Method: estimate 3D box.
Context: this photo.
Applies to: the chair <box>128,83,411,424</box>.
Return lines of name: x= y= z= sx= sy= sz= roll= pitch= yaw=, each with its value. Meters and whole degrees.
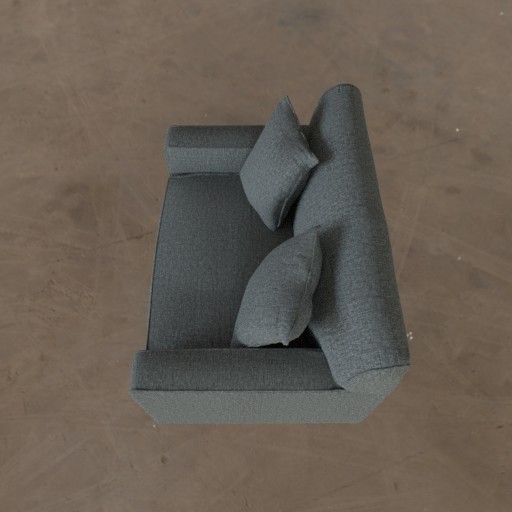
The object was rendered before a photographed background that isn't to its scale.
chair: x=0.000 y=0.000 z=2.083 sx=1.000 sy=0.948 sz=1.383 roll=0 pitch=59 yaw=0
